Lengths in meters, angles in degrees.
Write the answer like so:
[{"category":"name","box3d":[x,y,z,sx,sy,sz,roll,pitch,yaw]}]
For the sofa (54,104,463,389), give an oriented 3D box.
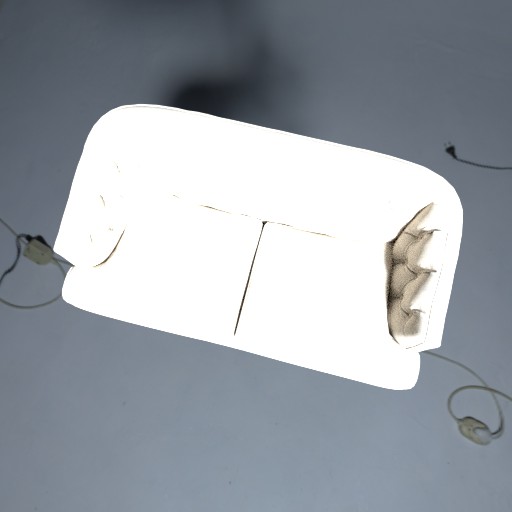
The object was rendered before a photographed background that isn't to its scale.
[{"category":"sofa","box3d":[0.000,0.000,2.228,1.731,0.878,0.940,14,75,4]}]
